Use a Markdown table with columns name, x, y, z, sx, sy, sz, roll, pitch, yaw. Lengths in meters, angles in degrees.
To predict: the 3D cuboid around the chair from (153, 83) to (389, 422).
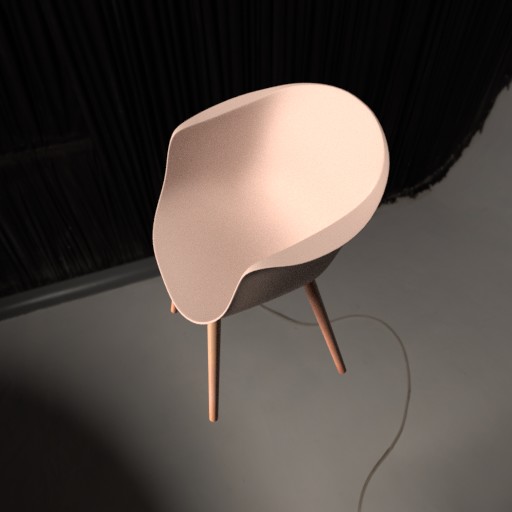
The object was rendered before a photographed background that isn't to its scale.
| name | x | y | z | sx | sy | sz | roll | pitch | yaw |
| --- | --- | --- | --- | --- | --- | --- | --- | --- | --- |
| chair | 0.000 | 0.000 | 1.186 | 0.504 | 0.781 | 0.593 | -17 | 49 | -15 |
